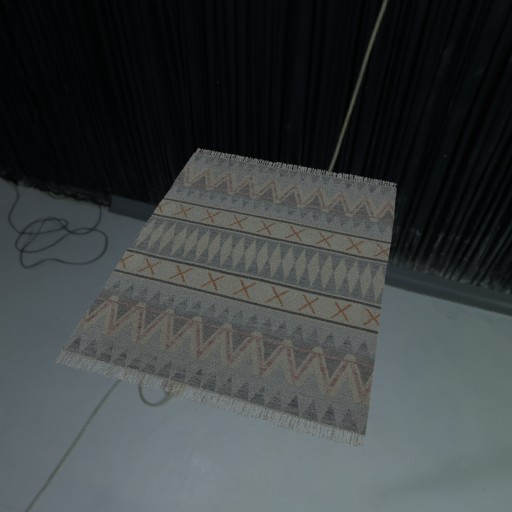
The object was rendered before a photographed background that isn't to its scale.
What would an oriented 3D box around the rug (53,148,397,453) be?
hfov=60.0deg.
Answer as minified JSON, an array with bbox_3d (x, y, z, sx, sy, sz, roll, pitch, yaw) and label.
[{"bbox_3d":[0.000,0.000,4.110,2.371,0.012,3.000,12,48,11],"label":"rug"}]
